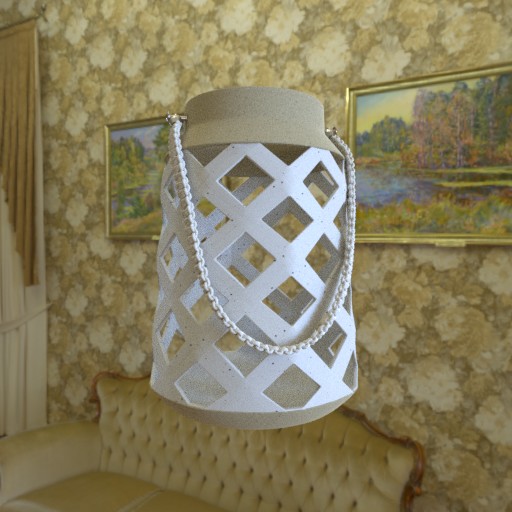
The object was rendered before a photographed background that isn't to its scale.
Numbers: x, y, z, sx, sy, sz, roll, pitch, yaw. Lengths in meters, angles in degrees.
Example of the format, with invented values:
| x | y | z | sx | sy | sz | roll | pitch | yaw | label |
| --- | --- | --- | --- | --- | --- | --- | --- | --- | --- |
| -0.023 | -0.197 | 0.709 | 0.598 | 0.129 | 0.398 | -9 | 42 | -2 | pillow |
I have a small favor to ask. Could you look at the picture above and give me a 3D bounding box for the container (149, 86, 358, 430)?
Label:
| x | y | z | sx | sy | sz | roll | pitch | yaw | label |
| --- | --- | --- | --- | --- | --- | --- | --- | --- | --- |
| 0.000 | 0.000 | 0.347 | 0.163 | 0.229 | 0.172 | 0 | 1 | -18 | container |
